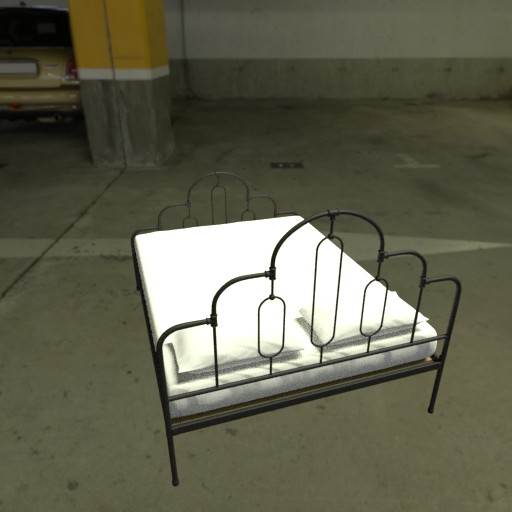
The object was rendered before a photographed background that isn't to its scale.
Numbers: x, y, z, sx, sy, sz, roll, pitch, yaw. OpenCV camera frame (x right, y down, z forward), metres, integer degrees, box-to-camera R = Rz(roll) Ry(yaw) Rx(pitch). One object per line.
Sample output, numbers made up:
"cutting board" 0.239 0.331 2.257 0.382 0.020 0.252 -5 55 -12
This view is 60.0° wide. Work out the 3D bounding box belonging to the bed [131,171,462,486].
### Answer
"bed" 0.000 0.000 3.143 1.640 1.429 2.163 -8 27 -16
